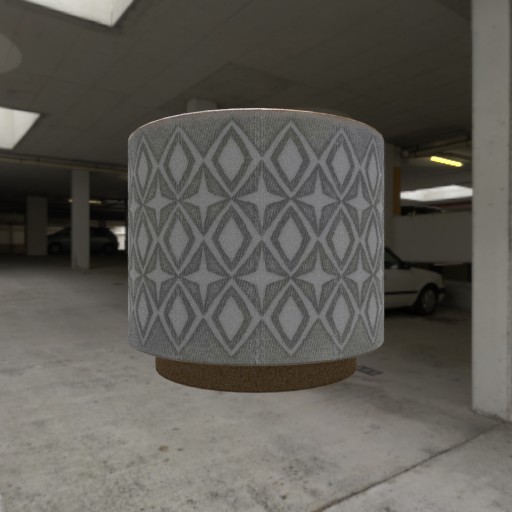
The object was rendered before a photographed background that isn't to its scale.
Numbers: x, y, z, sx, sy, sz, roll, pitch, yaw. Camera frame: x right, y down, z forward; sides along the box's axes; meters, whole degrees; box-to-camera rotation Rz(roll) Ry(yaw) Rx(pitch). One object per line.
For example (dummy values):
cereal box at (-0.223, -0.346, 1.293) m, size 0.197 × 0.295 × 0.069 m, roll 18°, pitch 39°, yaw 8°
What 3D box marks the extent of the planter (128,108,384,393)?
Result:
planter at (0.000, 0.000, 0.459) m, size 0.255 × 0.223 × 0.255 m, roll 0°, pitch 0°, yaw 0°
